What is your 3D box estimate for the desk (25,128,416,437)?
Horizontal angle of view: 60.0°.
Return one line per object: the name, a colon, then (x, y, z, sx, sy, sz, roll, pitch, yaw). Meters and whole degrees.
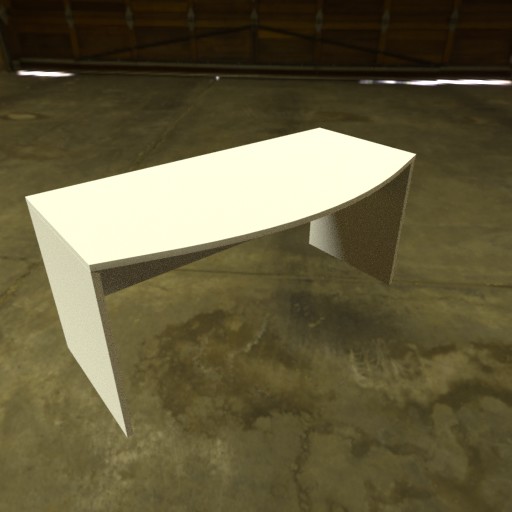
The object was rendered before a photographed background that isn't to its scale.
desk: (0.000, 0.000, 2.035, 1.600, 0.750, 0.802, -22, 37, -33)
